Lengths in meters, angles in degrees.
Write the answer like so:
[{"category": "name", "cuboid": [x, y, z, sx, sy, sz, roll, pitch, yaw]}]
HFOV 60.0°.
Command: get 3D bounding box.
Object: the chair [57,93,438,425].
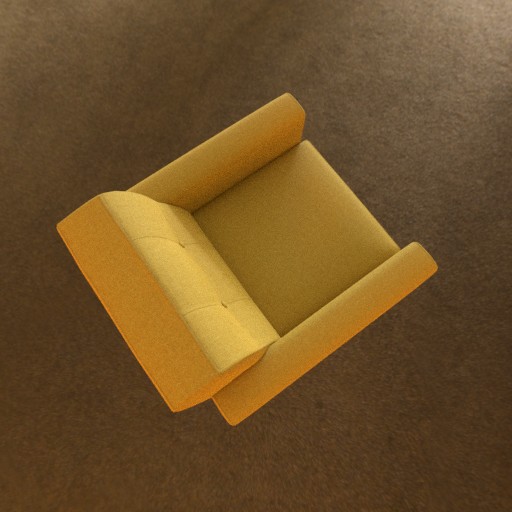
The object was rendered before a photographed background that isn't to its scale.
[{"category": "chair", "cuboid": [0.000, 0.000, 1.554, 0.909, 0.841, 0.831, -35, 77, -9]}]
